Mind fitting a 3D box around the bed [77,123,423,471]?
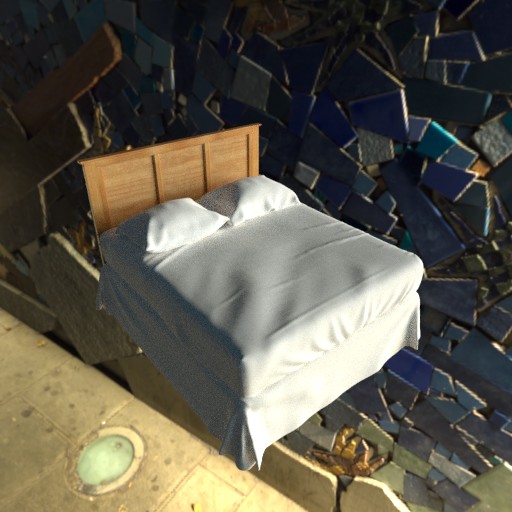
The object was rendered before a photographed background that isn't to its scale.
[{"bbox_3d":[0.000,0.000,3.248,1.870,1.273,2.035,-23,38,-33],"label":"bed"}]
